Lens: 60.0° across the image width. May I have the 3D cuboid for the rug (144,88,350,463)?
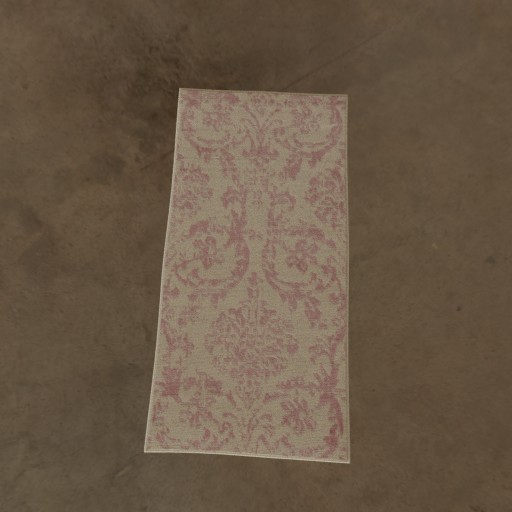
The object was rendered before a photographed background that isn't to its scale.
[{"bbox_3d":[0.000,0.000,1.442,0.604,0.007,1.219,2,76,1],"label":"rug"}]
